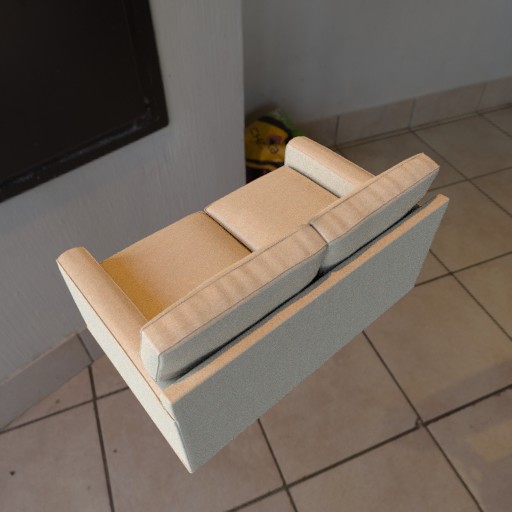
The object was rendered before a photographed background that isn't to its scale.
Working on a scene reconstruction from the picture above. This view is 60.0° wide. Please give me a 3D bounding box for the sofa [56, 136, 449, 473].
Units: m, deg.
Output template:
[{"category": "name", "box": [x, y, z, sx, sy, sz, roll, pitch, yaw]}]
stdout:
[{"category": "sofa", "box": [0.000, 0.000, 2.061, 1.484, 0.853, 0.942, -32, 55, -26]}]
